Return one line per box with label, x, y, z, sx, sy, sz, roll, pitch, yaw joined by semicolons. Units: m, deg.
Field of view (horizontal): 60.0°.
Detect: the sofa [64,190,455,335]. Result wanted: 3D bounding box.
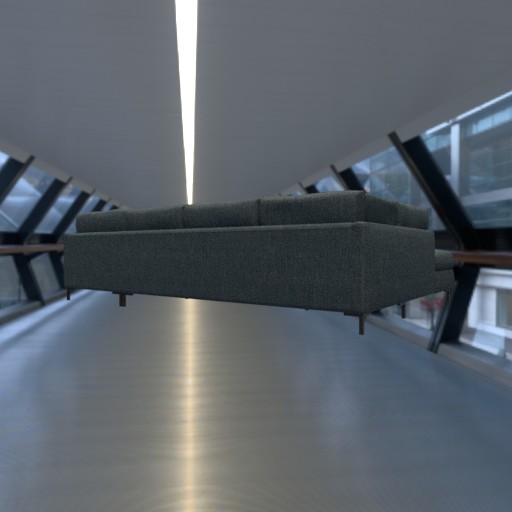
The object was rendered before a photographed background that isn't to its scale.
sofa;0.000;0.000;3.725;2.737;0.753;1.879;1;1;36
